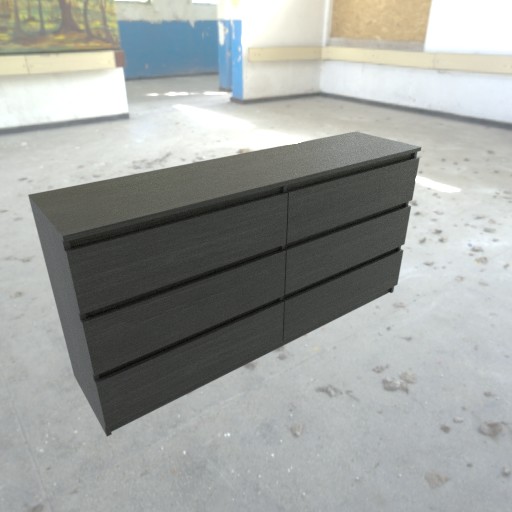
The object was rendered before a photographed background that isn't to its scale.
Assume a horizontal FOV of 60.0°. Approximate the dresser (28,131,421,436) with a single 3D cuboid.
[{"bbox_3d":[0.000,0.000,1.936,1.590,0.795,0.400,-19,34,-32],"label":"dresser"}]
